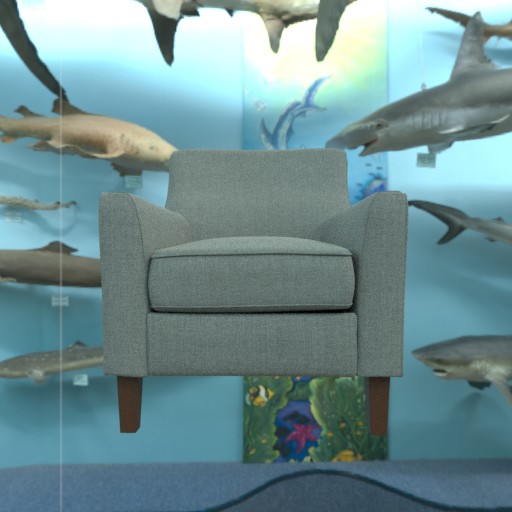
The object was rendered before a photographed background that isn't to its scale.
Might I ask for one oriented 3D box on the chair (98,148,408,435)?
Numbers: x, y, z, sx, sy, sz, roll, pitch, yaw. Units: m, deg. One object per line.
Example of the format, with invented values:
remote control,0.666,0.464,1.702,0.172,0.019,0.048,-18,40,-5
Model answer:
chair,0.000,0.000,1.733,0.887,1.047,0.993,0,0,1
